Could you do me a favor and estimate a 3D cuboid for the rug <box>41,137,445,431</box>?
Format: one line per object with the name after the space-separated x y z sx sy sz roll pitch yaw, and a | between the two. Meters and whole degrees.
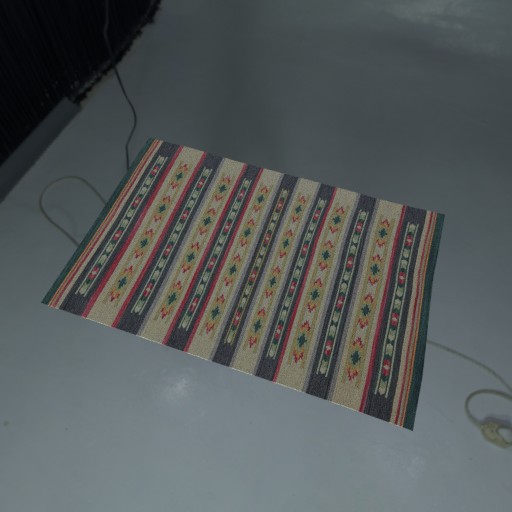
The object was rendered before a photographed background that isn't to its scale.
0.000 0.000 2.933 2.311 0.010 1.522 16 60 10 | rug
